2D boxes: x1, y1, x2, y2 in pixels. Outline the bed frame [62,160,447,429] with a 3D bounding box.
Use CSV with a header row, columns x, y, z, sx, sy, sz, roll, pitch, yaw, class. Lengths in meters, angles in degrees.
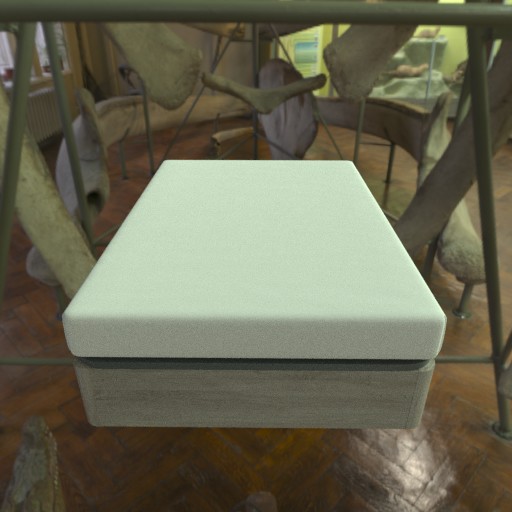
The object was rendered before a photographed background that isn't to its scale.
x,y,z,sx,sy,sz,roll,pitch,yaw,class
0.000,0.000,2.506,1.400,0.561,1.900,0,29,1,bed frame
